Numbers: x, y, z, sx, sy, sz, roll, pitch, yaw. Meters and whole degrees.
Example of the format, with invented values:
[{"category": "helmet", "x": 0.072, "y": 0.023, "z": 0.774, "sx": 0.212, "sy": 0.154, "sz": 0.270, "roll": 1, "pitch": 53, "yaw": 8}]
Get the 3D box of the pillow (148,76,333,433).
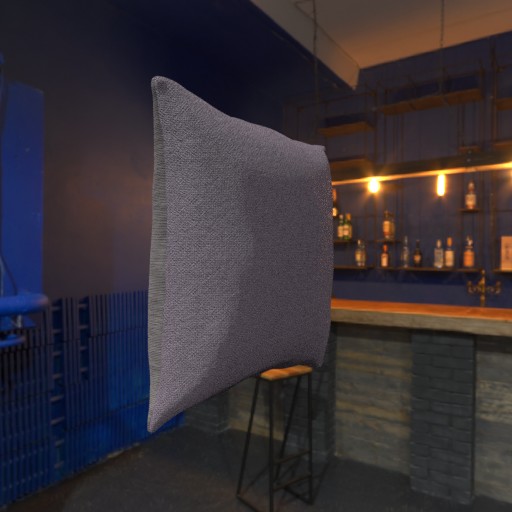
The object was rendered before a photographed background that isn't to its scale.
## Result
[{"category": "pillow", "x": 0.000, "y": 0.000, "z": 0.713, "sx": 0.204, "sy": 0.439, "sz": 0.452, "roll": 0, "pitch": 0, "yaw": 36}]
